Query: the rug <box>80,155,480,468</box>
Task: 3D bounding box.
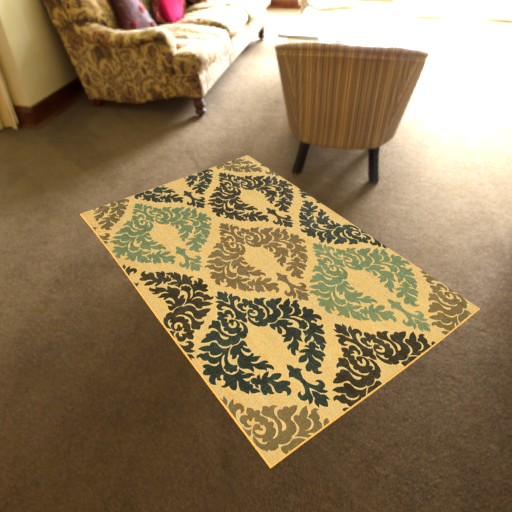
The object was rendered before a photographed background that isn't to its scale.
[{"bbox_3d":[0.000,0.000,2.876,1.514,0.014,2.275,-26,47,-27],"label":"rug"}]
